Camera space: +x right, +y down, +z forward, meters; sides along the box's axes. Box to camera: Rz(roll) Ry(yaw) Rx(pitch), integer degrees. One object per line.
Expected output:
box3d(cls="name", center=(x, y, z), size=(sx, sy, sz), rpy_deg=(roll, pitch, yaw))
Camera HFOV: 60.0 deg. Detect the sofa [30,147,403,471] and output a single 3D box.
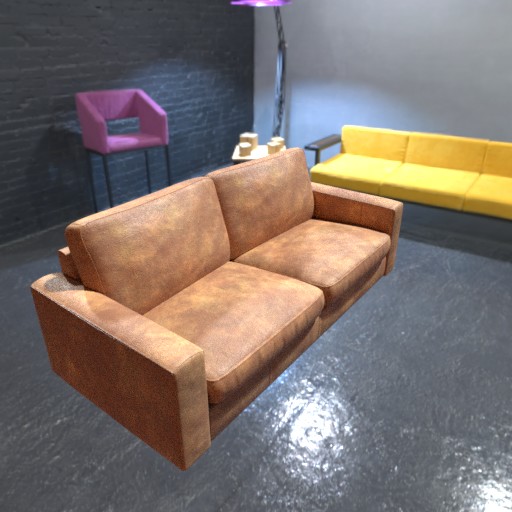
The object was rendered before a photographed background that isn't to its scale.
box3d(cls="sofa", center=(0.000, 0.000, 2.622), size=(1.016, 0.873, 2.179), rpy_deg=(19, 33, 33))
